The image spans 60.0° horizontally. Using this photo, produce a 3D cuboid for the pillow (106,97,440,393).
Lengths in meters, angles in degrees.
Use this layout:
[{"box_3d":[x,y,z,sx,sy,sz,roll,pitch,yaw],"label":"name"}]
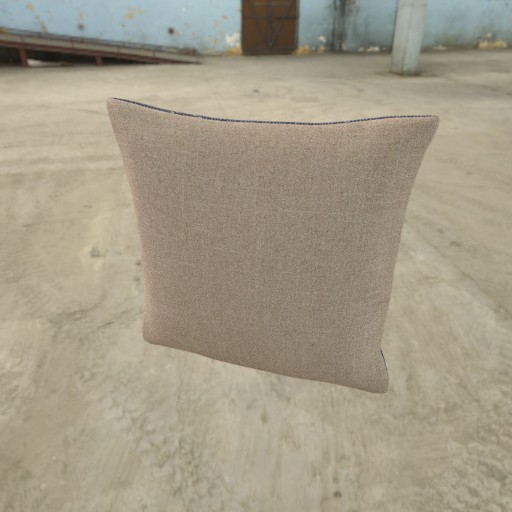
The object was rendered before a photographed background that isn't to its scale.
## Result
[{"box_3d":[0.000,0.000,0.653,0.435,0.428,0.148,9,30,15],"label":"pillow"}]
